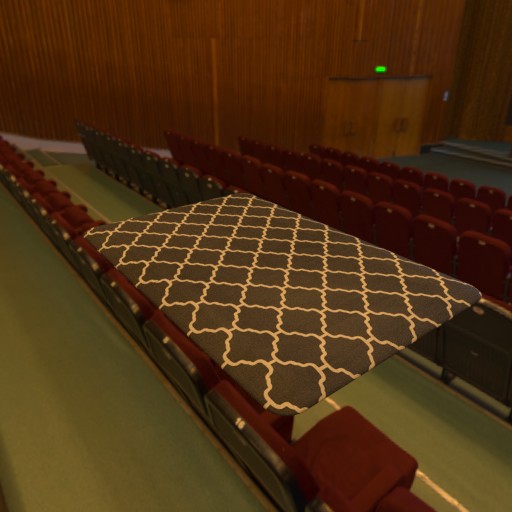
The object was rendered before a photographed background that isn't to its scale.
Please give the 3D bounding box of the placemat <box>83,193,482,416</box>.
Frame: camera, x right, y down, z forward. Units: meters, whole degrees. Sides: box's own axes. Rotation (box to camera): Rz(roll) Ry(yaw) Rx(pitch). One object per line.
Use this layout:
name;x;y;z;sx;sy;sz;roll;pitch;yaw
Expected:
placemat;0.000;0.000;0.950;0.508;0.021;0.762;-19;32;-33
